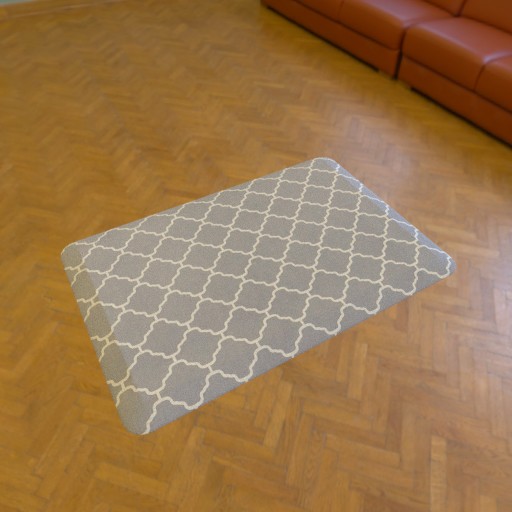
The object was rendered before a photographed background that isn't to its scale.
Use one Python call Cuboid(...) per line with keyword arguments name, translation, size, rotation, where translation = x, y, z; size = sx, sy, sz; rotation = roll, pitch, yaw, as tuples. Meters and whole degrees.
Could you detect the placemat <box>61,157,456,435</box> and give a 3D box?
Cuboid(name="placemat", translation=(0.000, 0.000, 0.992), size=(0.762, 0.021, 0.508), rotation=(-23, 51, -20))
